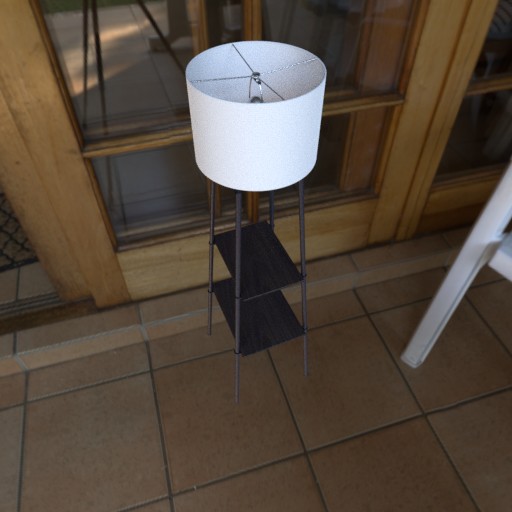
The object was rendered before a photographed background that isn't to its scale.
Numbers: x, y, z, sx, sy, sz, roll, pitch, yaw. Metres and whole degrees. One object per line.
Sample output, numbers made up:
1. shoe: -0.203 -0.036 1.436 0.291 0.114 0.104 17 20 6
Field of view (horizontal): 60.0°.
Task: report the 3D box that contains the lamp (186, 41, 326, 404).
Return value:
1. lamp: 0.000 0.000 1.728 0.384 1.474 0.427 -17 49 -15
